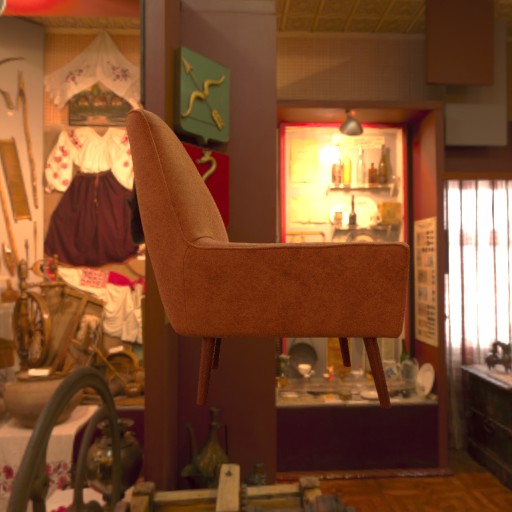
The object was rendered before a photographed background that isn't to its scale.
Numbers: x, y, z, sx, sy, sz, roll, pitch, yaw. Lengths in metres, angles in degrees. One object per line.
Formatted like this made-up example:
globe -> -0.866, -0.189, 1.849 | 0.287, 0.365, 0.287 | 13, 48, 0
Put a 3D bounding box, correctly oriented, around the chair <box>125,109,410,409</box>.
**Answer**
chair -> 0.000, 0.000, 1.542 | 0.851, 0.883, 0.753 | 0, -1, -1
